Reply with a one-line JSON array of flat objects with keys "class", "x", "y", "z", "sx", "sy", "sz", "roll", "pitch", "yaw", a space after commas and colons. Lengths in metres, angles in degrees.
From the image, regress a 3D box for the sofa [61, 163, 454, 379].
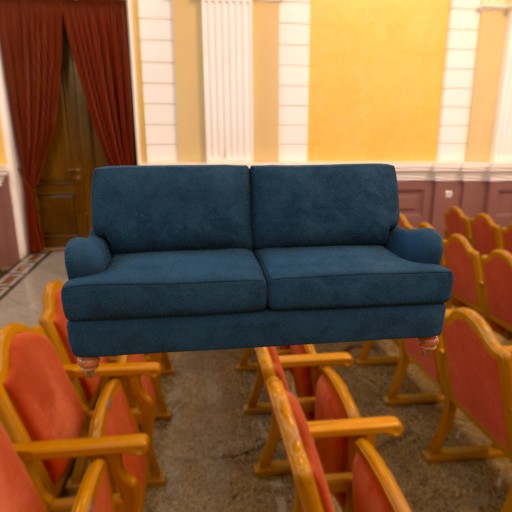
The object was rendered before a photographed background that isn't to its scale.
[{"class": "sofa", "x": 0.000, "y": 0.000, "z": 2.800, "sx": 2.141, "sy": 1.101, "sz": 1.084, "roll": -2, "pitch": 15, "yaw": -7}]
